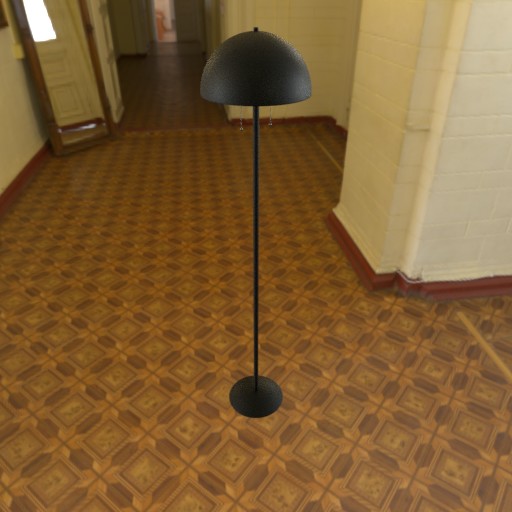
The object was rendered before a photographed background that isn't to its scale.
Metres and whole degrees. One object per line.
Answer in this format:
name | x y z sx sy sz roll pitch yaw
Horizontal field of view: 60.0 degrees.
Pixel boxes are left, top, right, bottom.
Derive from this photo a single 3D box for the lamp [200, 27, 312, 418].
lamp | 0.000 0.000 1.609 0.328 1.480 0.328 21 38 31
